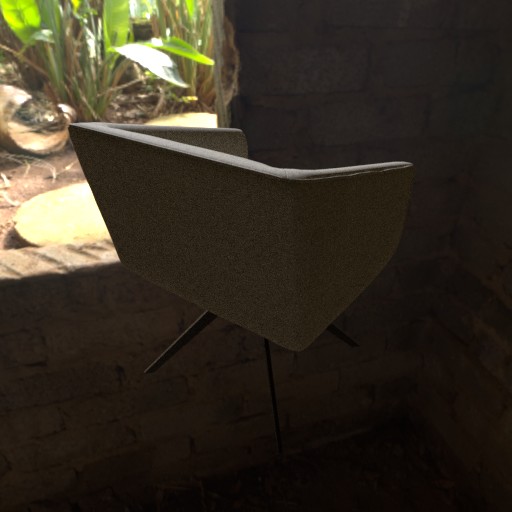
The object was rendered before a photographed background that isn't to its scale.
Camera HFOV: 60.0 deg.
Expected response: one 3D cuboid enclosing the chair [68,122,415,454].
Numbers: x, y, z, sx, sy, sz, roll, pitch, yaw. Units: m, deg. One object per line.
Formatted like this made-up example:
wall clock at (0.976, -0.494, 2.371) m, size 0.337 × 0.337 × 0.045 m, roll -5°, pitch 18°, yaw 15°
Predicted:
chair at (0.000, 0.000, 1.235) m, size 0.628 × 0.760 × 0.623 m, roll 21°, pitch 36°, yaw 32°
